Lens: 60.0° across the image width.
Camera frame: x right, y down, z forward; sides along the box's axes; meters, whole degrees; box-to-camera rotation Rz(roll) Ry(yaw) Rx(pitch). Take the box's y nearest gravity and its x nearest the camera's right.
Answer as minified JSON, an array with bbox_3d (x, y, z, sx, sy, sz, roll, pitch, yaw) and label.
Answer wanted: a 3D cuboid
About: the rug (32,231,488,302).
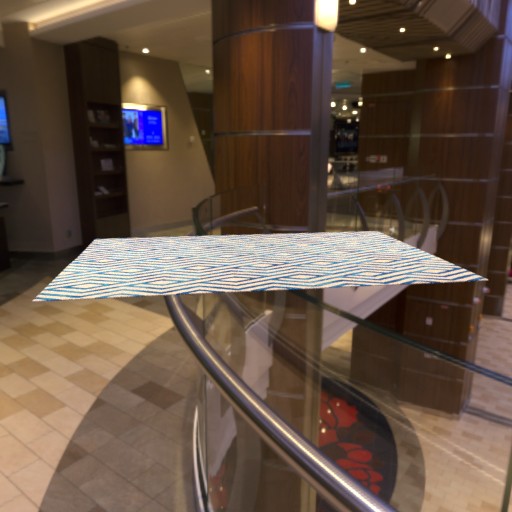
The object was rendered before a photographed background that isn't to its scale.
[{"bbox_3d":[0.000,0.000,3.075,2.439,0.008,1.531,-2,14,-8],"label":"rug"}]
